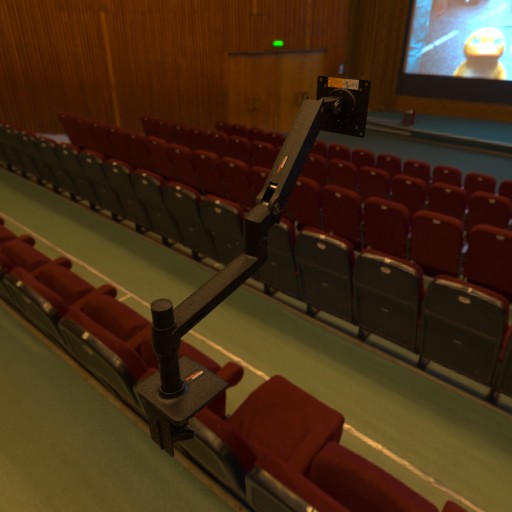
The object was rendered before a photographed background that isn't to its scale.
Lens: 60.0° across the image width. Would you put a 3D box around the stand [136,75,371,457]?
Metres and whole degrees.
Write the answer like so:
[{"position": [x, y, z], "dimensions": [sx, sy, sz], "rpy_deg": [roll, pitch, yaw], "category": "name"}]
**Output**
[{"position": [0.000, 0.000, 1.027], "dimensions": [0.152, 0.713, 0.650], "rpy_deg": [22, 36, 35], "category": "stand"}]
